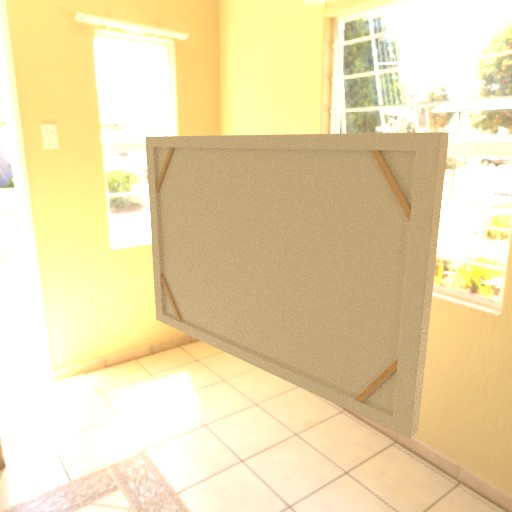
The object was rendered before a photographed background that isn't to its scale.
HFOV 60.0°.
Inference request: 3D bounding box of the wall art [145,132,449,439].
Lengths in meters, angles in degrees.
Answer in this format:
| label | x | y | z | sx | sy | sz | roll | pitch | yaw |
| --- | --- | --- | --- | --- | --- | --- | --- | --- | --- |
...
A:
| label | x | y | z | sx | sy | sz | roll | pitch | yaw |
| --- | --- | --- | --- | --- | --- | --- | --- | --- | --- |
| wall art | 0.000 | 0.000 | 1.156 | 0.914 | 0.609 | 0.038 | 13 | 20 | 42 |
